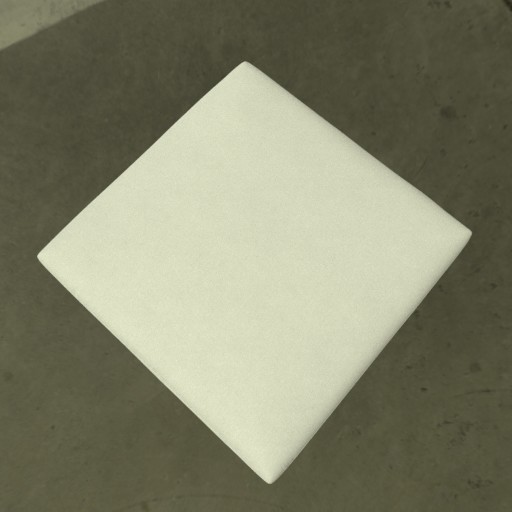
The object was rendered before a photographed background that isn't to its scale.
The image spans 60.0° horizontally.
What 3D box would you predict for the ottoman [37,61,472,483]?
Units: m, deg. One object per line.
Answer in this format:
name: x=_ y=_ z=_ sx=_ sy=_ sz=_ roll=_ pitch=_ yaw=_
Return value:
ottoman: x=0.000 y=0.000 z=1.767 sx=1.163 sy=0.482 sz=1.167 roll=41 pitch=78 yaw=10
